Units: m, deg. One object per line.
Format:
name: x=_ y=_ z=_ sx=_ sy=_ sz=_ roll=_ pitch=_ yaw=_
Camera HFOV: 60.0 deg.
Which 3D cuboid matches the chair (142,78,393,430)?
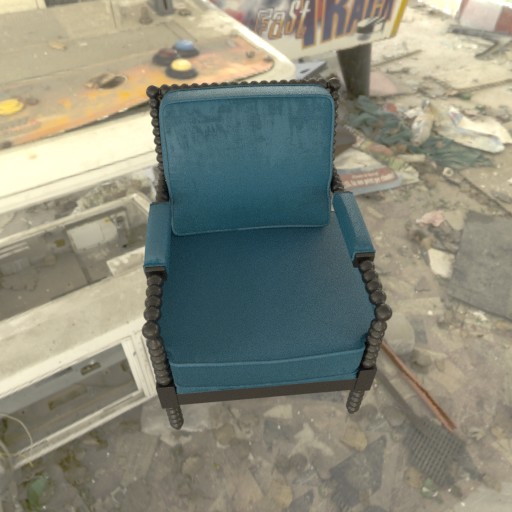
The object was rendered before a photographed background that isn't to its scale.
chair: x=0.000 y=0.000 z=1.461 sx=0.688 sy=0.857 sz=0.805 roll=-4 pitch=45 yaw=-4
